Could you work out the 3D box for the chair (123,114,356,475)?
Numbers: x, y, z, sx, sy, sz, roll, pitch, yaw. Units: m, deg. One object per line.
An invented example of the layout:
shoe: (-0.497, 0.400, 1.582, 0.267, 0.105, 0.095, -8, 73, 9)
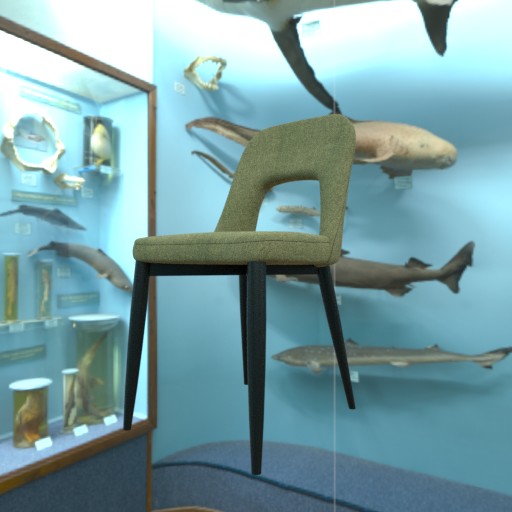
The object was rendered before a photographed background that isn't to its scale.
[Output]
chair: (0.000, 0.000, 1.290, 0.470, 0.931, 0.612, 0, 0, 35)
